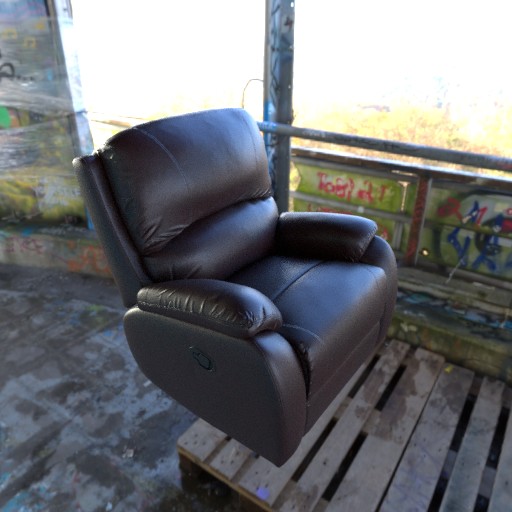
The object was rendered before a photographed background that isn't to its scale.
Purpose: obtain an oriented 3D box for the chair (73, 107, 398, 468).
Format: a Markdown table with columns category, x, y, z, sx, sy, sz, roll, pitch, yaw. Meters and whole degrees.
| category | x | y | z | sx | sy | sz | roll | pitch | yaw |
| --- | --- | --- | --- | --- | --- | --- | --- | --- | --- |
| chair | 0.000 | 0.000 | 1.717 | 0.899 | 1.011 | 0.930 | 19 | 32 | 32 |
